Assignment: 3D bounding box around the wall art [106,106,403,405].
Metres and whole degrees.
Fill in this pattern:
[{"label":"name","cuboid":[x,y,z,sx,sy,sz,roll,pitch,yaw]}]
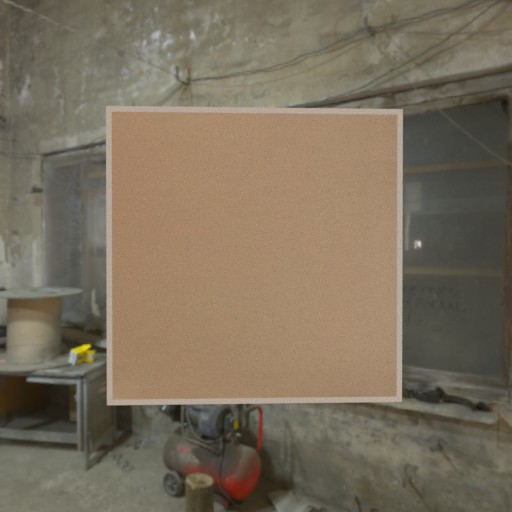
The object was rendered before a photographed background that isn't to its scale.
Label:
[{"label":"wall art","cuboid":[0.000,0.000,1.218,0.809,0.809,0.012,0,1,-2]}]
